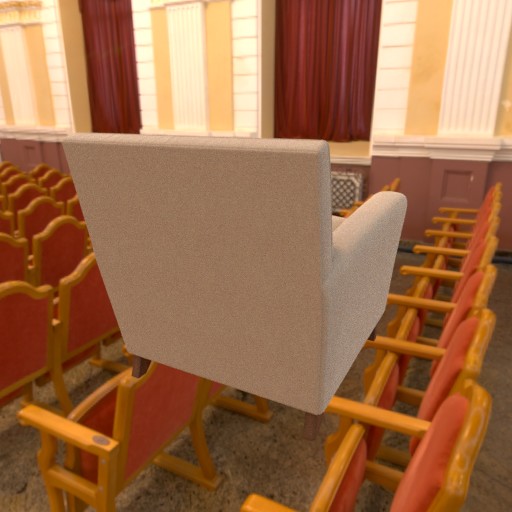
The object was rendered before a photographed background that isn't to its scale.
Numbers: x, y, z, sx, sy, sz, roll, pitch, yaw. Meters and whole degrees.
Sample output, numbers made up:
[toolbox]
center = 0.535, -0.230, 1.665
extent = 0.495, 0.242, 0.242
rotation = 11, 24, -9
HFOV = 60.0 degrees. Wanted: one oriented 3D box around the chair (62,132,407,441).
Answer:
[chair]
center = 0.000, 0.000, 1.547
extent = 0.840, 0.846, 0.871
rotation = 10, 20, 27
